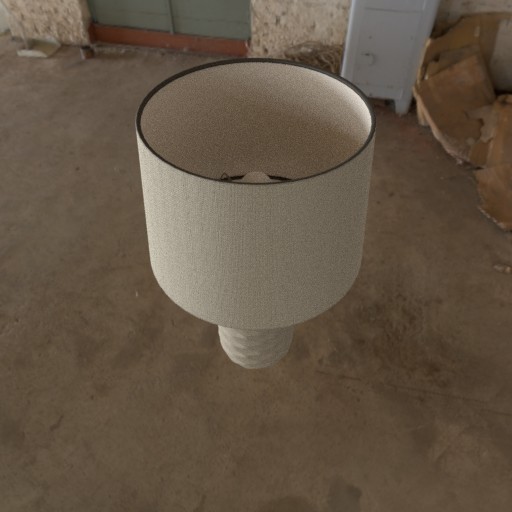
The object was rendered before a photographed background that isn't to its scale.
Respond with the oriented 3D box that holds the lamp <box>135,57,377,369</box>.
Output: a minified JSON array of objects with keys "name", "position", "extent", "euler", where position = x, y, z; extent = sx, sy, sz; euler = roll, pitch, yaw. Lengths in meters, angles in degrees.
[{"name":"lamp","position":[0.000,0.000,0.825],"extent":[0.376,0.594,0.376],"euler":[0,48,0]}]
